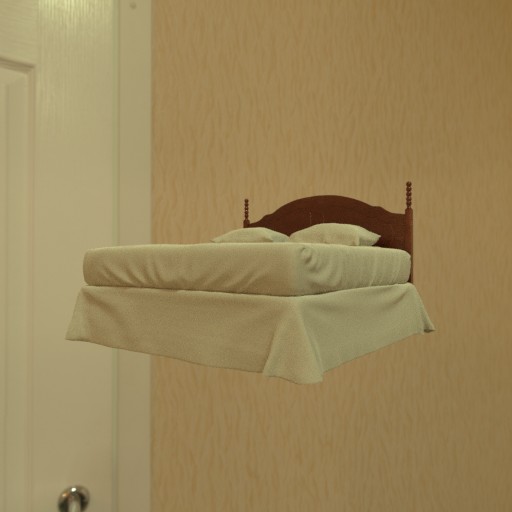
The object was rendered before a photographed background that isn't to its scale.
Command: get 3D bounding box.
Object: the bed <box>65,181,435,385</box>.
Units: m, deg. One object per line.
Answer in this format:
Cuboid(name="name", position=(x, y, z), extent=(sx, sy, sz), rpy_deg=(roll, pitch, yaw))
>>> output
Cuboid(name="bed", position=(0.000, 0.000, 3.695), extent=(2.322, 1.355, 2.219), rpy_deg=(0, -1, 37))
